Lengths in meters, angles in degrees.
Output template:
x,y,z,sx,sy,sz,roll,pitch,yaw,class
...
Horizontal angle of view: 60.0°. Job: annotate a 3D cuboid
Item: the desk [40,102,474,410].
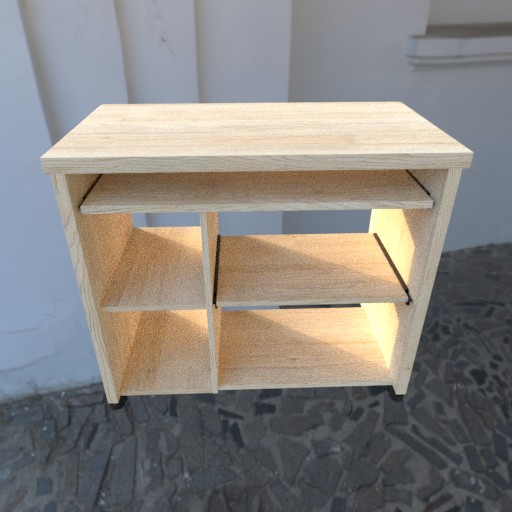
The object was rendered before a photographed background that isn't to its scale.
x,y,z,sx,sy,sz,roll,pitch,yaw,class
0.000,0.000,1.306,0.885,0.770,0.480,-1,31,-2,desk
